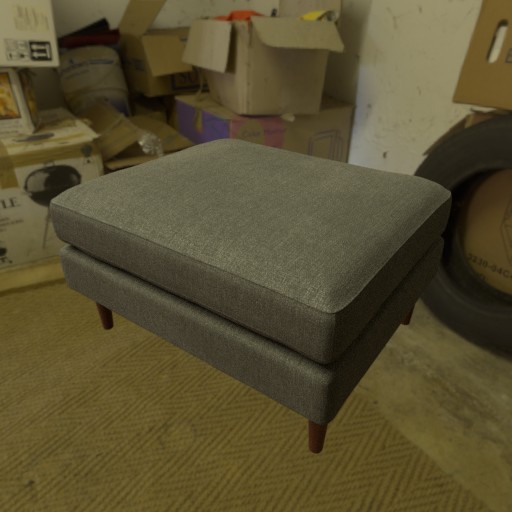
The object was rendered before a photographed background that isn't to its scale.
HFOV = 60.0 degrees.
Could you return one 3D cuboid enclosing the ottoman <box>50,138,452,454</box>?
[{"bbox_3d":[0.000,0.000,1.222,0.821,0.474,0.693,20,35,31],"label":"ottoman"}]
